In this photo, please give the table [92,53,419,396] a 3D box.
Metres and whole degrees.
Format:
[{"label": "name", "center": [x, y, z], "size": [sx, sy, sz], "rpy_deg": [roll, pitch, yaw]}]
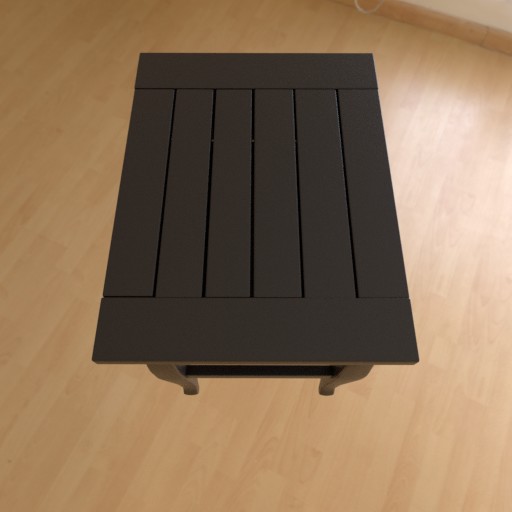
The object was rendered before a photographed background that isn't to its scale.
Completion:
[{"label": "table", "center": [0.000, 0.000, 1.017], "size": [0.460, 0.604, 0.602], "rpy_deg": [0, 65, 0]}]
